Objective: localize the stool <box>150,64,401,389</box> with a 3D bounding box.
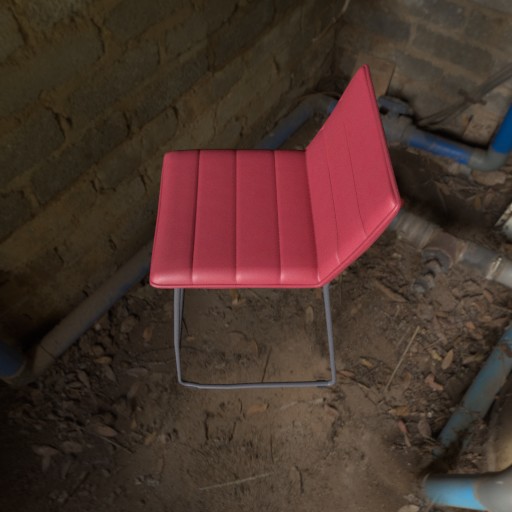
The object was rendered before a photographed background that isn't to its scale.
[{"bbox_3d":[0.000,0.000,1.224,0.524,0.937,0.489,-1,59,-1],"label":"stool"}]
